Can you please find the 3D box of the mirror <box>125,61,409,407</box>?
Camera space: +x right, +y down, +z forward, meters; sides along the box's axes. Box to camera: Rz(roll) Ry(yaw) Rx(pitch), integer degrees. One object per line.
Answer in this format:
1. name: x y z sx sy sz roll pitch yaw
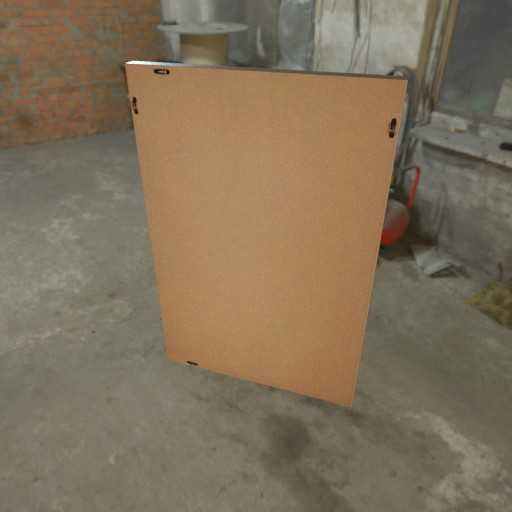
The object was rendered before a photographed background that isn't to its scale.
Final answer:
1. mirror: 0.000 0.000 1.164 0.609 0.915 0.041 10 33 16
